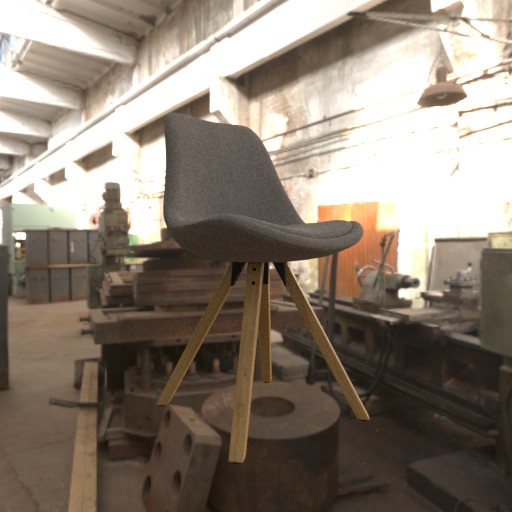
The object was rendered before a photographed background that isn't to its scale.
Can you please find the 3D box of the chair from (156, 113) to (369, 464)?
[{"bbox_3d":[0.000,0.000,1.224,0.483,0.865,0.550,-1,1,-36],"label":"chair"}]
